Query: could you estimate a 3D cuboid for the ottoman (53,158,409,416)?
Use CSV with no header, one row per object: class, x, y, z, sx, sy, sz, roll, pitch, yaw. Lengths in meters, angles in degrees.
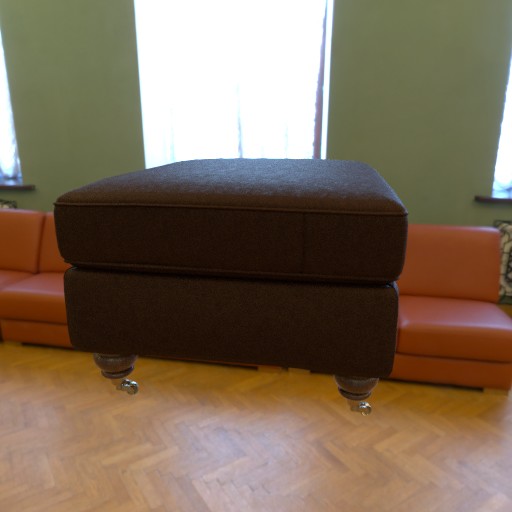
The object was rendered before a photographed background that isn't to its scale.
ottoman,0.000,0.000,1.779,0.967,0.730,1.187,3,17,9
